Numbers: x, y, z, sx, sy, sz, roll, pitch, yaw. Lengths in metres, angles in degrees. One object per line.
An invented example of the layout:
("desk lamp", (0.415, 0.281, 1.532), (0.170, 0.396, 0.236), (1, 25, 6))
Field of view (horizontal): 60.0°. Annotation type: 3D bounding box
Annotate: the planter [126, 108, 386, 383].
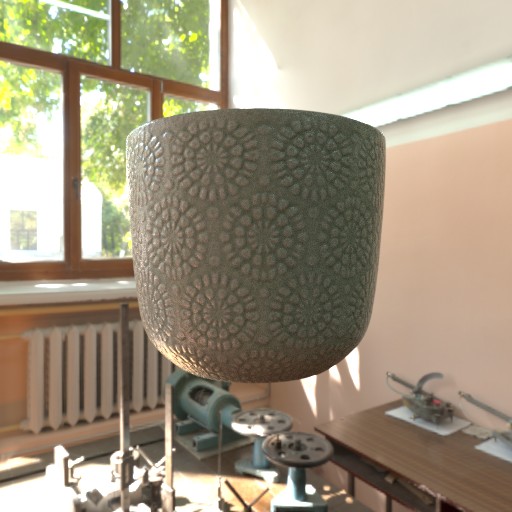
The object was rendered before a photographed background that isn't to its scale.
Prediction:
("planter", (0.000, 0.000, 0.221), (0.124, 0.109, 0.124), (0, 1, 0))
